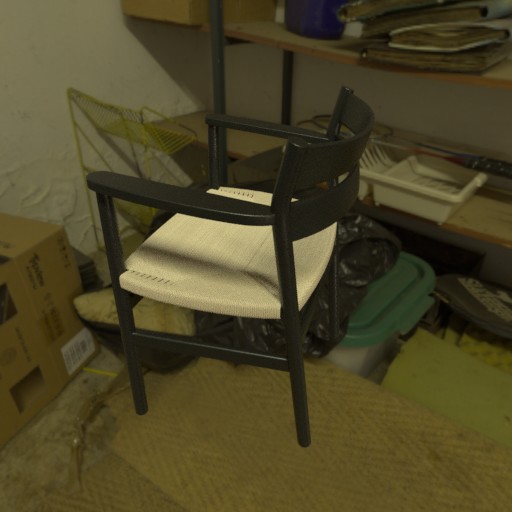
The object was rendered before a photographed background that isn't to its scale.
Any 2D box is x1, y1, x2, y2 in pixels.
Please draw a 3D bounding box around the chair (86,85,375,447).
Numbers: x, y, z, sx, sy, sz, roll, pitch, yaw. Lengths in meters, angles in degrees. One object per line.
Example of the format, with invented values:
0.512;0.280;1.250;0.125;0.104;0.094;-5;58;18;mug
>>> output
0.000;0.000;1.155;0.508;0.775;0.630;9;31;16;chair
